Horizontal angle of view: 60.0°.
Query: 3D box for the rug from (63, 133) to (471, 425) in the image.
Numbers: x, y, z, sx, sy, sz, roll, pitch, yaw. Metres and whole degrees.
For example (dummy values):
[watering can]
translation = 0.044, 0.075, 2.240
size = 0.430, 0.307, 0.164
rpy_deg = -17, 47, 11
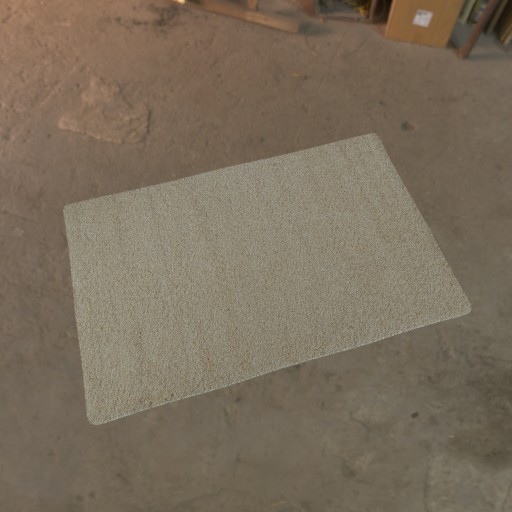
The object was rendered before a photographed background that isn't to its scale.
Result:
[rug]
translation = 0.000, 0.000, 2.899
size = 2.349, 0.026, 1.500
rpy_deg = -15, 64, -7
